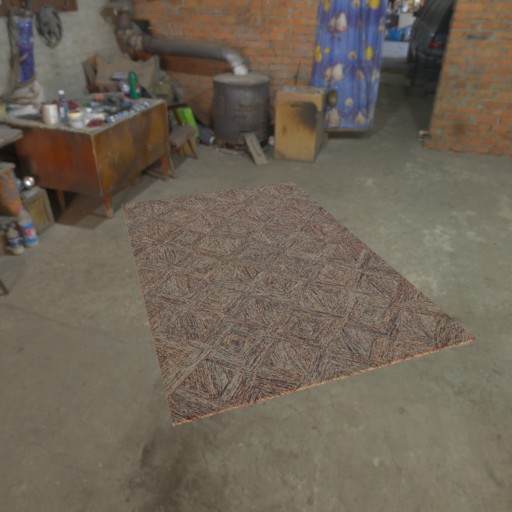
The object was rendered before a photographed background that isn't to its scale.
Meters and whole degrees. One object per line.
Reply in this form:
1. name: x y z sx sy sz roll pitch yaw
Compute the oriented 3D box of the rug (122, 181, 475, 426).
1. rug: 0.000 0.000 2.926 1.523 0.019 2.285 -10 32 -17
